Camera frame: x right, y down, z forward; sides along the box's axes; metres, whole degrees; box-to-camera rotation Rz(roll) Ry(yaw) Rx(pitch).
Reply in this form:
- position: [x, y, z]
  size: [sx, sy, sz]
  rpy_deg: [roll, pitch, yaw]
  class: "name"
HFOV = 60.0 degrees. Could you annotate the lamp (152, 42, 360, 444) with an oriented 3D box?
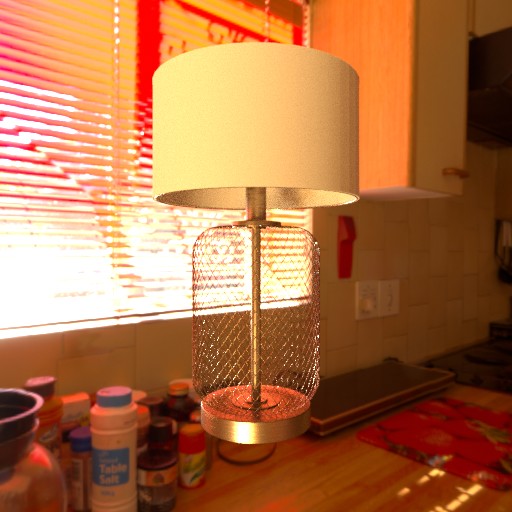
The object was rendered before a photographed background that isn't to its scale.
- position: [0.000, 0.000, 0.774]
  size: [0.353, 0.578, 0.353]
  rpy_deg: [0, 1, 0]
  class: "lamp"
